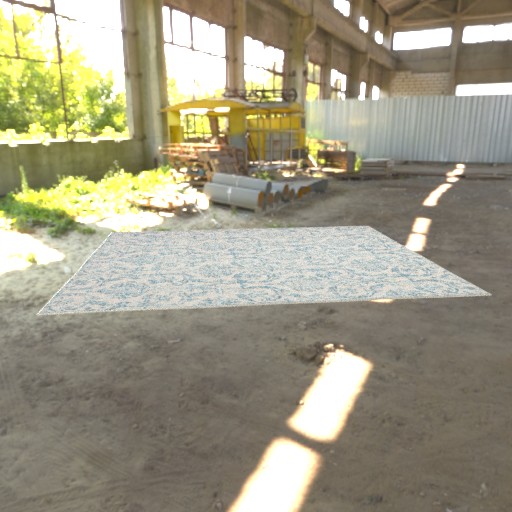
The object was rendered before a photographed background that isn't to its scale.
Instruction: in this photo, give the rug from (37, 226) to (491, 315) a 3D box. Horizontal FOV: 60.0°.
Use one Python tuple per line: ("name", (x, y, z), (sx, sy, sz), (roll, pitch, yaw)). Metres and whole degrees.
("rug", (0.000, 0.000, 4.002), (2.980, 0.012, 2.363), (-2, 16, -6))
